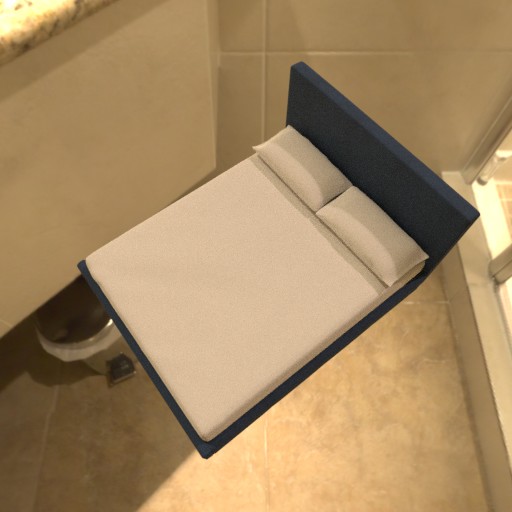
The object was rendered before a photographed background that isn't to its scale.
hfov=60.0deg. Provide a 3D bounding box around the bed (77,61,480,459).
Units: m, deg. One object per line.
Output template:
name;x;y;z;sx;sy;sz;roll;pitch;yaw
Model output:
bed;0.000;0.000;3.228;2.172;1.231;1.723;-35;68;-16
